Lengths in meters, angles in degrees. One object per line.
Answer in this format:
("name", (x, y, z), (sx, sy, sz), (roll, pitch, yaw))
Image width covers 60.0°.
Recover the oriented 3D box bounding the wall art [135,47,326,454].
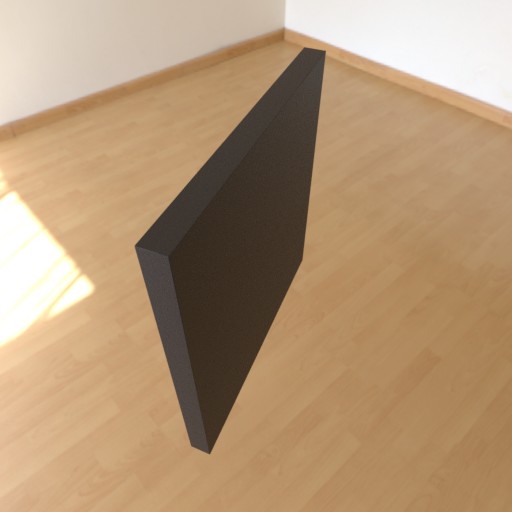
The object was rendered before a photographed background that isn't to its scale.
("wall art", (0.000, 0.000, 0.760), (0.038, 0.507, 0.507), (17, 49, 15))
